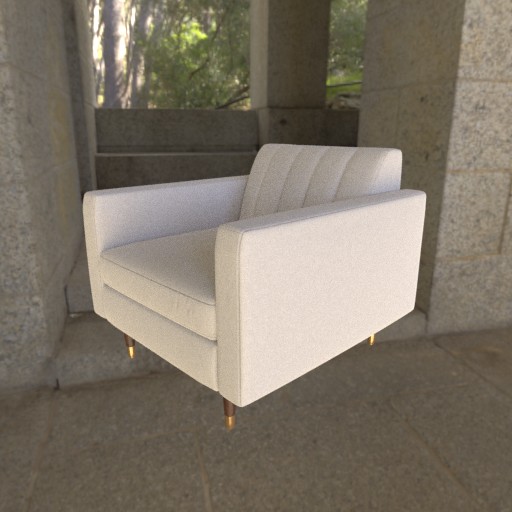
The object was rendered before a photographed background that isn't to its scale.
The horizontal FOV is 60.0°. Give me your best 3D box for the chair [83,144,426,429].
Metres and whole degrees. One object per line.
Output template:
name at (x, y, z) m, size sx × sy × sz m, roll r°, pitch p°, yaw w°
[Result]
chair at (0.000, 0.000, 1.744) m, size 0.998 × 0.819 × 0.953 m, roll -15°, pitch 22°, yaw -42°
